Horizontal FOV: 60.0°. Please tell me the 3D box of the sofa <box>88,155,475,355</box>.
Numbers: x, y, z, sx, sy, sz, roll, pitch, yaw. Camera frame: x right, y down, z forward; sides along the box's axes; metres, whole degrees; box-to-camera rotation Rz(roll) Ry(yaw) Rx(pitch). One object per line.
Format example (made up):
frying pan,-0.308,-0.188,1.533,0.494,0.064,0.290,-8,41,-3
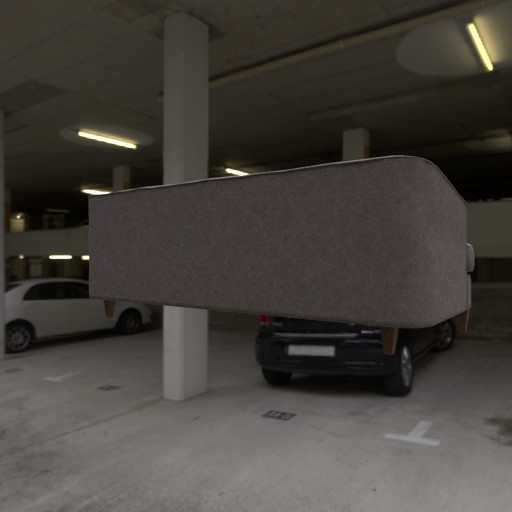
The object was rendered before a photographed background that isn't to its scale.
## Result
sofa,0.000,0.000,2.647,2.247,0.806,0.917,0,0,35
